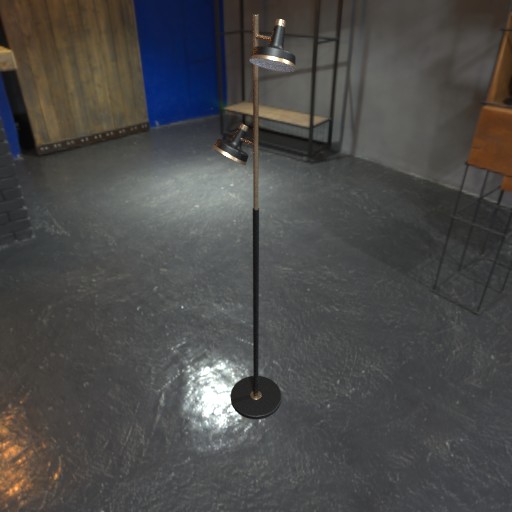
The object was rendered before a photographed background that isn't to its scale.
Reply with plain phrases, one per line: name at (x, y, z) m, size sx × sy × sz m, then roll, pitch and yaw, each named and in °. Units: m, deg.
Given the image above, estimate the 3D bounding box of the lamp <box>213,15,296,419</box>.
lamp at (0.000, 0.000, 1.748) m, size 0.253 × 1.674 × 0.351 m, roll -23°, pitch 39°, yaw -31°
